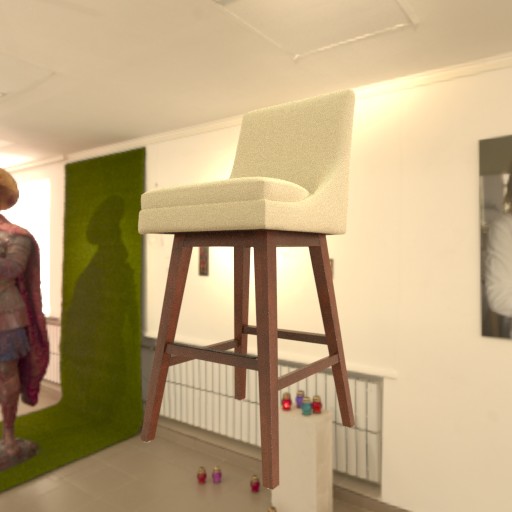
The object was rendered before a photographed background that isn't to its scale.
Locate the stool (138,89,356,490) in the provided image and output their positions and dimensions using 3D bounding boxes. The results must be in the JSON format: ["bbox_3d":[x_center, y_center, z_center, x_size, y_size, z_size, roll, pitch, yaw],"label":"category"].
[{"bbox_3d":[0.000,0.000,1.377,0.470,1.097,0.559,0,1,36],"label":"stool"}]
